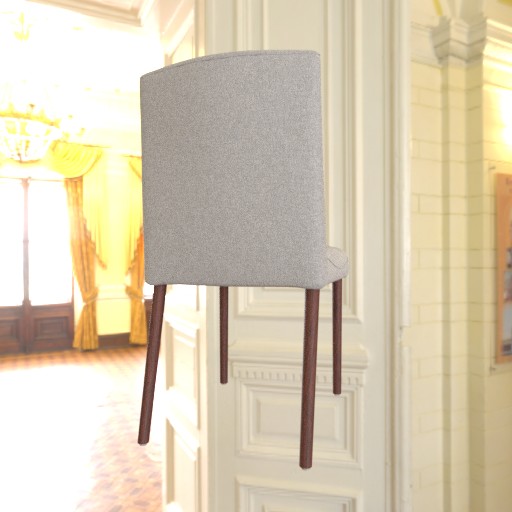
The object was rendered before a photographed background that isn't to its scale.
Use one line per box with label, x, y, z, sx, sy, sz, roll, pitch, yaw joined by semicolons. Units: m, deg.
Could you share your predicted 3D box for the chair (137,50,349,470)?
chair;0.000;0.000;1.199;0.456;0.859;0.570;0;0;18
